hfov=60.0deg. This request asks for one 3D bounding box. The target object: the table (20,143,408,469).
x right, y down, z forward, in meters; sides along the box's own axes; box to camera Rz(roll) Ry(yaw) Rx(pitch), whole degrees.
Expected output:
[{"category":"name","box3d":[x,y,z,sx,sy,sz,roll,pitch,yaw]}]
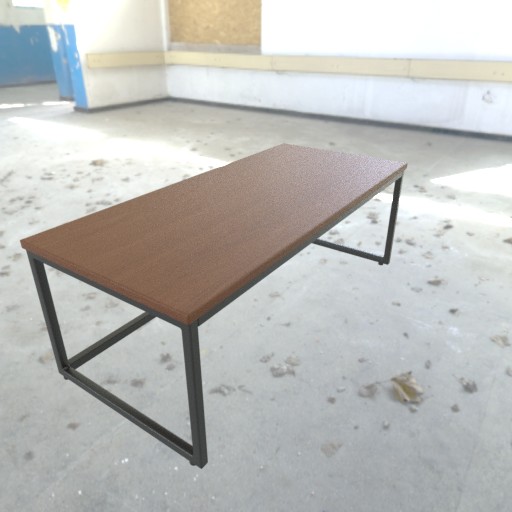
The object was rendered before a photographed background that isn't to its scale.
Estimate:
[{"category":"table","box3d":[0.000,0.000,1.339,0.500,0.400,1.100,18,32,31]}]
